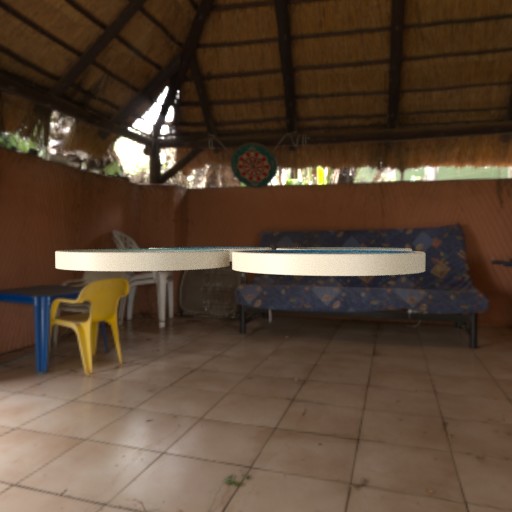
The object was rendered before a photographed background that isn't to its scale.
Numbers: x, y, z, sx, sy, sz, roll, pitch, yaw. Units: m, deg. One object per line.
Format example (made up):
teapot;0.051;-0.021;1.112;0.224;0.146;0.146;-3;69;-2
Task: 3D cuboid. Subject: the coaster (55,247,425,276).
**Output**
coaster;0.000;0.000;0.326;0.224;0.010;0.220;1;2;16
